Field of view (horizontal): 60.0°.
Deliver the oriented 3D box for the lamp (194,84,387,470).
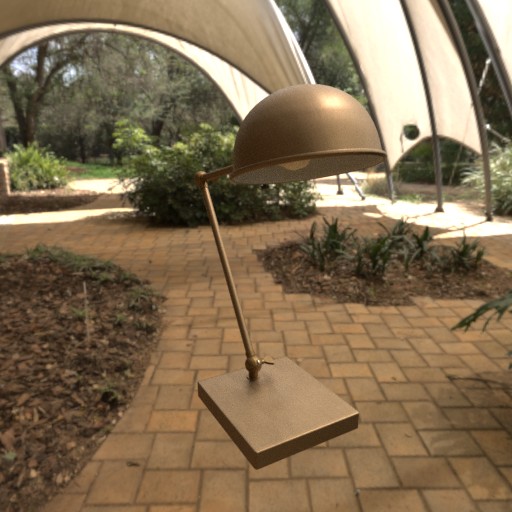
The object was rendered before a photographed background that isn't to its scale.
[{"bbox_3d":[0.000,0.000,0.535,0.149,0.371,0.339,-9,17,-28],"label":"lamp"}]
